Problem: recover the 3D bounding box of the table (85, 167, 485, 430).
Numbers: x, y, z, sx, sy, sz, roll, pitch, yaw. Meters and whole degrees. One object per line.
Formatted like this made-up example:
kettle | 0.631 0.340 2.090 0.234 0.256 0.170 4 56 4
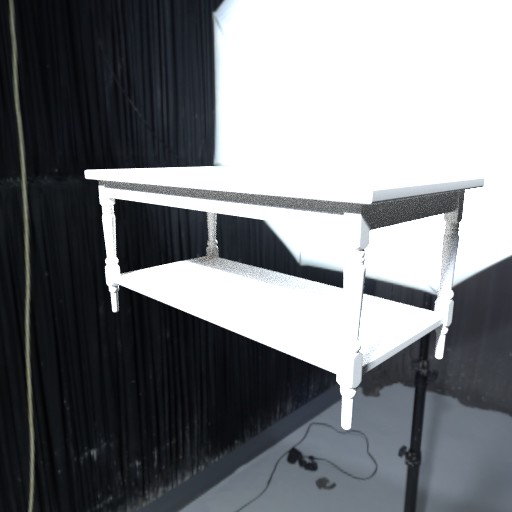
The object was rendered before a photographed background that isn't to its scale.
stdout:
table | 0.000 0.000 1.380 1.107 0.510 0.550 13 18 44
